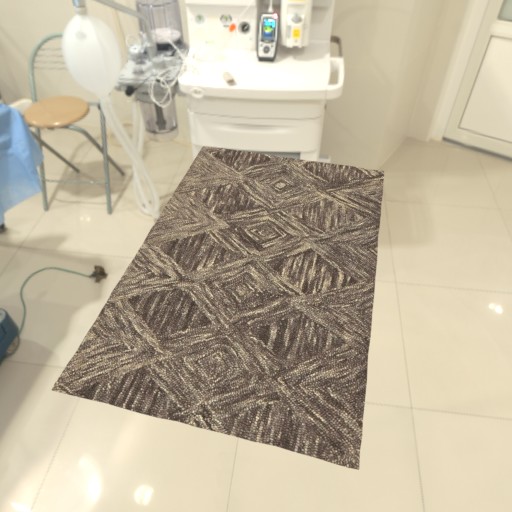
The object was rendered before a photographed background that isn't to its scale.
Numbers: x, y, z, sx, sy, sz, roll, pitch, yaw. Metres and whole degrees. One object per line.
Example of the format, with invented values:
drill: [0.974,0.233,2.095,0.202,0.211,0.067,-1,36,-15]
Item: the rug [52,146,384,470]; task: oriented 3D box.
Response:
rug: [0.000,0.000,2.232,1.186,0.012,1.814,10,47,10]
